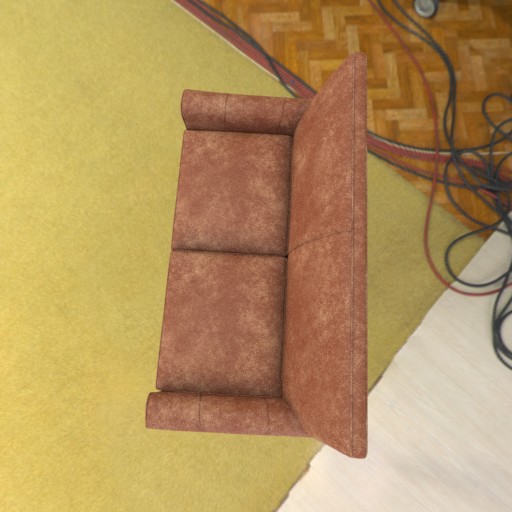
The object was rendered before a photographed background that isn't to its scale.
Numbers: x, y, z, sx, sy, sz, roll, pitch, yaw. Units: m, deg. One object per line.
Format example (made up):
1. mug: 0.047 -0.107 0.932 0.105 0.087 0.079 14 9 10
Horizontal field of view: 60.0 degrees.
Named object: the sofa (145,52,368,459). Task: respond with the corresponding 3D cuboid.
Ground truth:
1. sofa: 0.000 0.000 1.975 0.787 0.871 1.473 3 76 1
